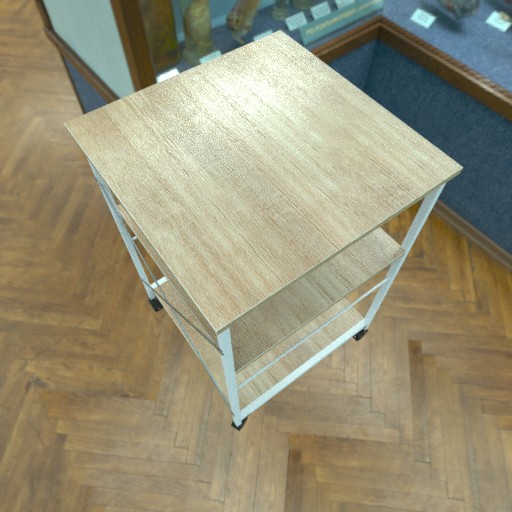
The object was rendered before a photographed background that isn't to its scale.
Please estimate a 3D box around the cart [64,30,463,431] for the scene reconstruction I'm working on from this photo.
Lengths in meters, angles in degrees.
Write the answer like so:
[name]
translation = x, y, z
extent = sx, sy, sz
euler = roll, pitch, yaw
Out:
[cart]
translation = 0.000, 0.000, 1.129
extent = 0.520, 0.762, 0.521
euler = -32, 63, -18
